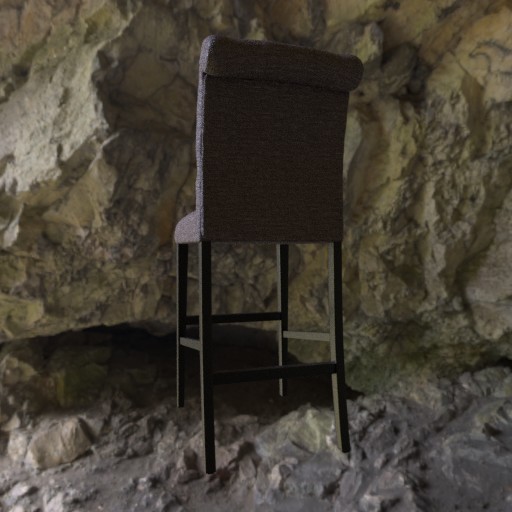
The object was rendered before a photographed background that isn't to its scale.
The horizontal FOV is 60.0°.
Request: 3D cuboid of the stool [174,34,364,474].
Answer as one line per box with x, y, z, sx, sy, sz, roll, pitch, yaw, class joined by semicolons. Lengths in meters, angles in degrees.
0.000;0.000;1.432;0.452;1.131;0.613;0;1;-18;stool
